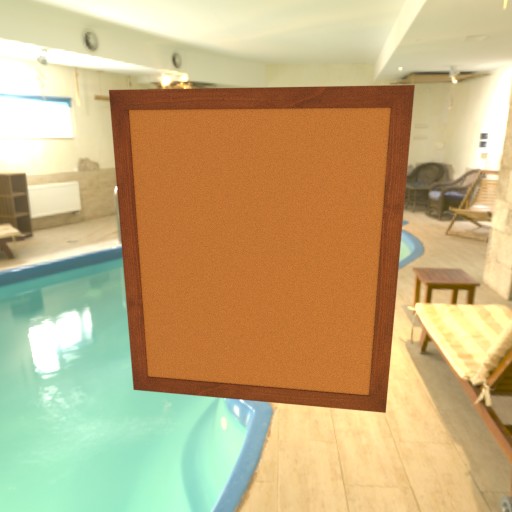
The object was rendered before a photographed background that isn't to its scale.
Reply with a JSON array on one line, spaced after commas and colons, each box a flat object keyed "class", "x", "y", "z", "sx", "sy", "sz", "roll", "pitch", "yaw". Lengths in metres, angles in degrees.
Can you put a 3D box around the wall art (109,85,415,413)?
[{"class": "wall art", "x": 0.000, "y": 0.000, "z": 0.538, "sx": 0.330, "sy": 0.381, "sz": 0.030, "roll": 2, "pitch": 15, "yaw": 9}]
